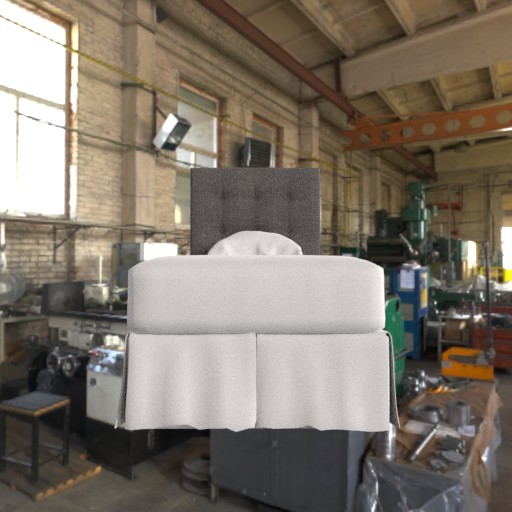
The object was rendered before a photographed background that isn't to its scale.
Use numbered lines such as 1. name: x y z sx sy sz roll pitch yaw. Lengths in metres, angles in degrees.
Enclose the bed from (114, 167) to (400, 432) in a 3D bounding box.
1. bed: 0.000 0.000 2.922 1.261 1.571 1.997 0 -1 0
